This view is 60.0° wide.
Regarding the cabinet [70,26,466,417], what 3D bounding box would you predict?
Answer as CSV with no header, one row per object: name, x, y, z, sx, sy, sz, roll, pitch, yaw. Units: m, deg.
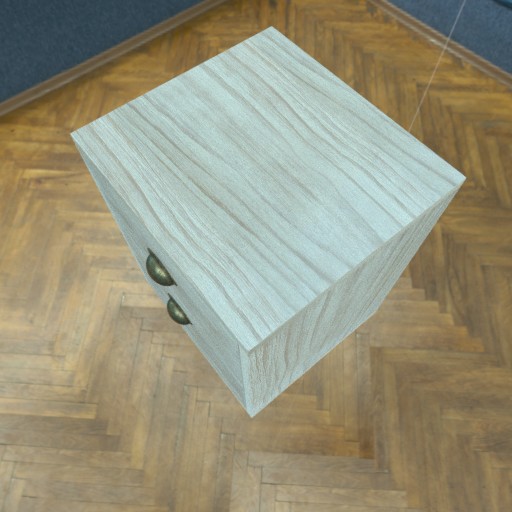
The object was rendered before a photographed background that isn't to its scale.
cabinet,0.000,0.000,0.869,0.401,0.579,0.409,-36,68,-17
